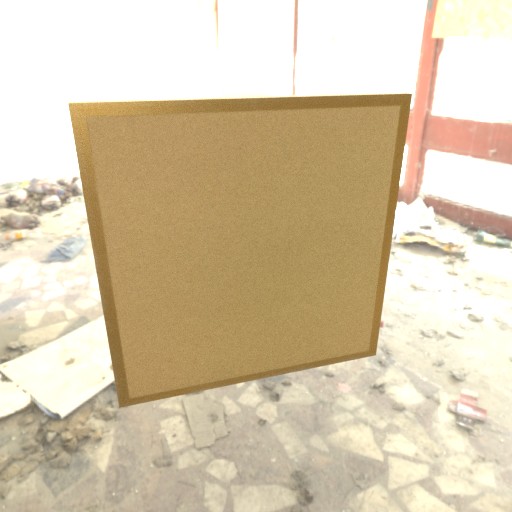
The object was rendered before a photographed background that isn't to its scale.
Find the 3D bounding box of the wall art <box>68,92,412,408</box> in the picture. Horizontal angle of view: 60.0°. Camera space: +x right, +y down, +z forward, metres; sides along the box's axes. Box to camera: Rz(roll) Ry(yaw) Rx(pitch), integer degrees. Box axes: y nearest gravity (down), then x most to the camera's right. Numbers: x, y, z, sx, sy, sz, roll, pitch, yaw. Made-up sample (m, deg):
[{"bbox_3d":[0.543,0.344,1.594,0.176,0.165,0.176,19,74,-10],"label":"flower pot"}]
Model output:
[{"bbox_3d":[0.000,0.000,1.122,0.762,0.760,0.037,-7,26,-15],"label":"wall art"}]
